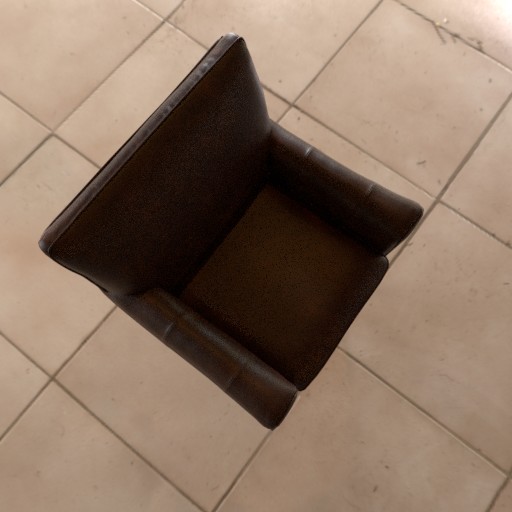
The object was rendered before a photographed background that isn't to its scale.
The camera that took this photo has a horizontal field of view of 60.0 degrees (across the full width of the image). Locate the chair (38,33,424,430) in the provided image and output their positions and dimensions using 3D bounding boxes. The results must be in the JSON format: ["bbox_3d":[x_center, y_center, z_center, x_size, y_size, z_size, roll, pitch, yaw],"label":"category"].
[{"bbox_3d":[0.000,0.000,1.586,0.823,0.943,0.870,36,78,9],"label":"chair"}]
